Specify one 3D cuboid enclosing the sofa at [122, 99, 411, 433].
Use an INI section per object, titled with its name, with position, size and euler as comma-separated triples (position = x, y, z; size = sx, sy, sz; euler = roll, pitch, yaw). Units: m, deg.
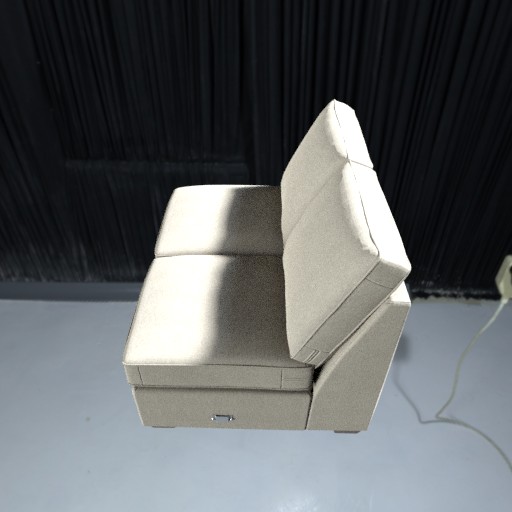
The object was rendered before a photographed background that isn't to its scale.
[sofa]
position = 0.000, 0.000, 2.032
size = 0.978, 1.006, 1.232
euler = 1, 40, 1
